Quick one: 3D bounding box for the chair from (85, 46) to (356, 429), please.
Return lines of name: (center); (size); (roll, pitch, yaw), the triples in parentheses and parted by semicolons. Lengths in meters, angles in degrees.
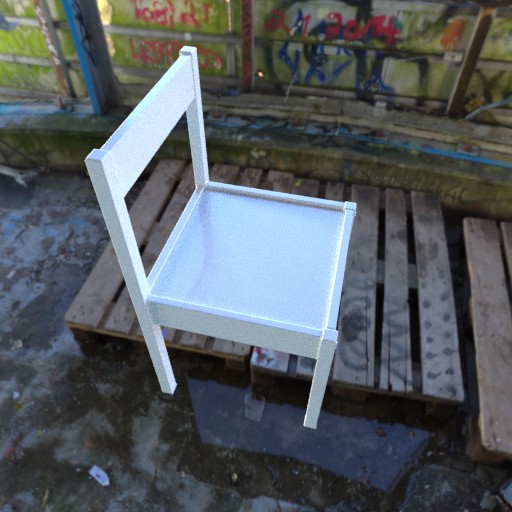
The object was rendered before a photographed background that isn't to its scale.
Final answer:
chair: (0.000, 0.000, 0.695); (0.285, 0.505, 0.285); (10, 48, 9)
